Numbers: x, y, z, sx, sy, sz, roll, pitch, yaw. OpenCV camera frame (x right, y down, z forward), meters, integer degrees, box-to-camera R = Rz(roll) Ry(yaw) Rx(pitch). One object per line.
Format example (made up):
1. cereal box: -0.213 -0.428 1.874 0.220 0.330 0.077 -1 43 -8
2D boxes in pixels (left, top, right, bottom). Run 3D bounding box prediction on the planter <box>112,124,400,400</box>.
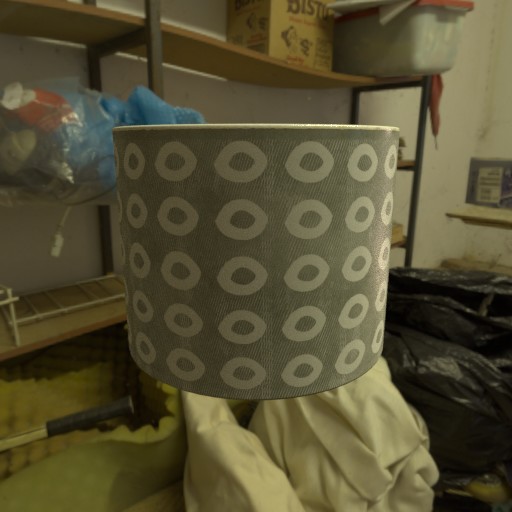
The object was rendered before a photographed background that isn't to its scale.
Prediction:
1. planter: 0.000 0.000 0.329 0.190 0.181 0.190 0 15 0
